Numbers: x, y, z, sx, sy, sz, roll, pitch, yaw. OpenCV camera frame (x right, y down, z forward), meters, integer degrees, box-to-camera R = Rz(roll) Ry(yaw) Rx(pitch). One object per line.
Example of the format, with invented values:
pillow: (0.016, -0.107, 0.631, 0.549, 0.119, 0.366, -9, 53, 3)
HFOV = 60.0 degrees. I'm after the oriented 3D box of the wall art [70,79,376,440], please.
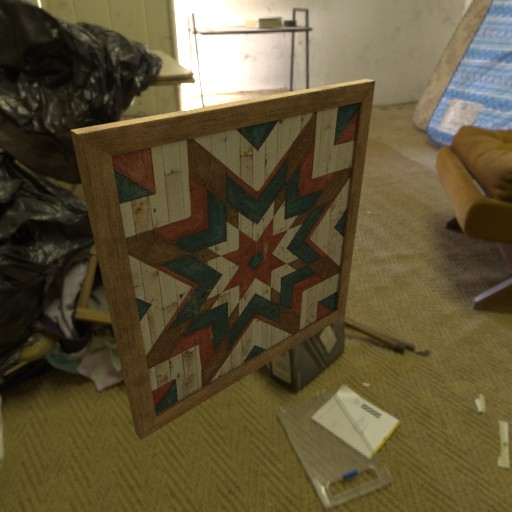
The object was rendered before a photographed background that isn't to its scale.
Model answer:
wall art: (0.000, 0.000, 1.019, 0.695, 0.691, 0.029, -23, 38, -33)
